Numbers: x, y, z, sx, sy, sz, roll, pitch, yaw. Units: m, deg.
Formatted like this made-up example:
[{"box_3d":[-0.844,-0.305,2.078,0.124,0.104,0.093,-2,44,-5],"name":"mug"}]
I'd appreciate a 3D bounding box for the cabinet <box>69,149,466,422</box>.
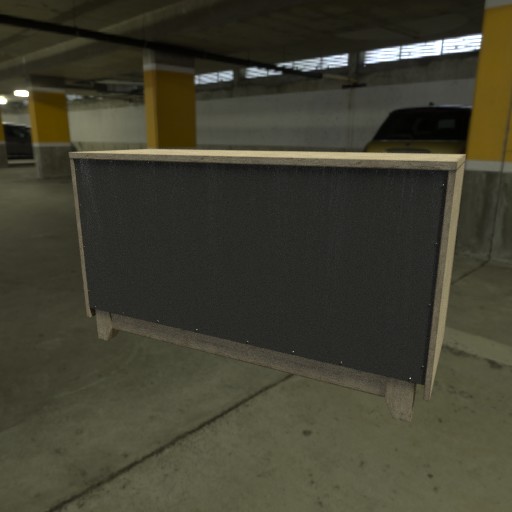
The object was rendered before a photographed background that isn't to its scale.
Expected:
[{"box_3d":[0.000,0.000,1.824,1.460,0.825,0.511,8,17,26],"name":"cabinet"}]
